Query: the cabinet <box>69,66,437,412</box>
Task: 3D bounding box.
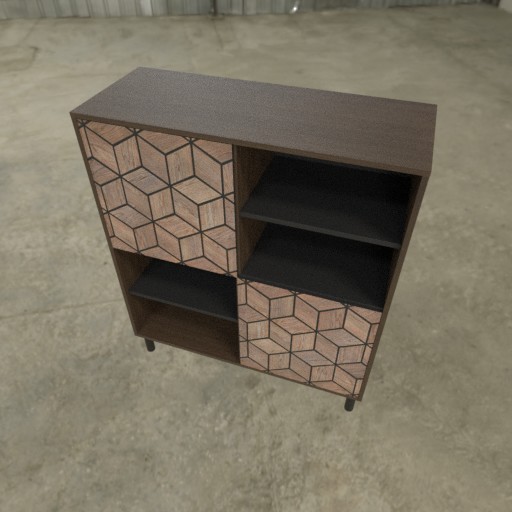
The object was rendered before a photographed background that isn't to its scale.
[{"bbox_3d":[0.000,0.000,1.697,1.010,1.170,0.400,13,43,14],"label":"cabinet"}]
